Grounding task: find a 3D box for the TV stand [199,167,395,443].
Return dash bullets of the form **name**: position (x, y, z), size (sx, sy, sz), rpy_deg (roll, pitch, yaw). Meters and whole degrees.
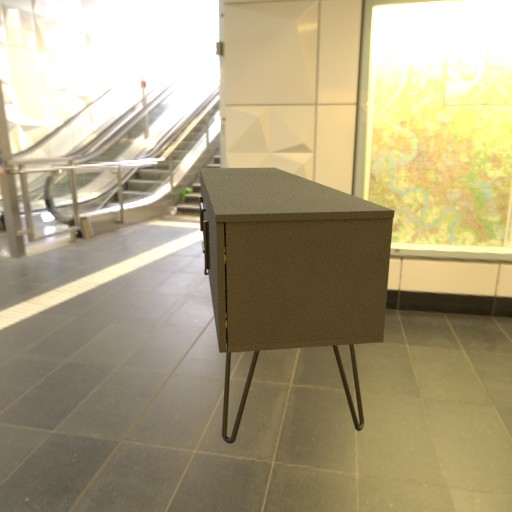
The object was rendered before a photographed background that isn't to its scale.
- **TV stand**: position (0.000, 0.000, 1.668), size (0.400, 0.560, 1.400), rpy_deg (-2, 15, -8)
